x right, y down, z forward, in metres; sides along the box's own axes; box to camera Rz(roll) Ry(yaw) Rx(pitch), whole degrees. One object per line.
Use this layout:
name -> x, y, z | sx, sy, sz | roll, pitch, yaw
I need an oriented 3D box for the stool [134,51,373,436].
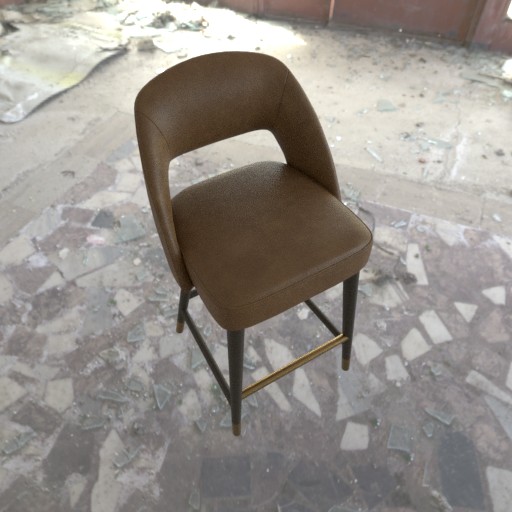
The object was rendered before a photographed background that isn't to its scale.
stool -> 0.000, 0.000, 1.245 | 0.494, 0.940, 0.509 | -24, 52, -20
